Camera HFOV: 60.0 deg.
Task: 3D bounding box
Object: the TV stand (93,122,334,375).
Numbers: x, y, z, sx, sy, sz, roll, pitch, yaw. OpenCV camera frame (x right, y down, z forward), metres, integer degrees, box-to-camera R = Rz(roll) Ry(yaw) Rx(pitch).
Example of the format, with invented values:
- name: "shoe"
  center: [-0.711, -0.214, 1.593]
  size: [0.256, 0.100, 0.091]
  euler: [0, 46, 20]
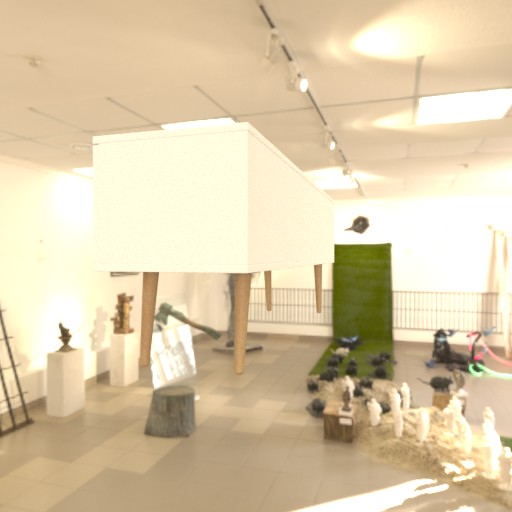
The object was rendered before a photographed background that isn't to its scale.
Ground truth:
- name: "TV stand"
  center: [0.000, 0.000, 1.648]
  size: [0.401, 0.560, 1.398]
  euler: [0, 0, 17]
